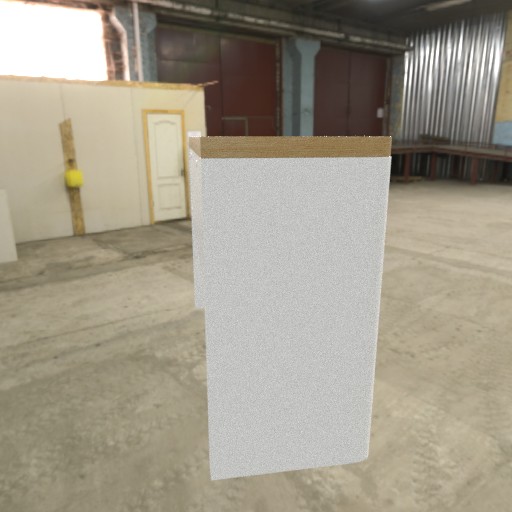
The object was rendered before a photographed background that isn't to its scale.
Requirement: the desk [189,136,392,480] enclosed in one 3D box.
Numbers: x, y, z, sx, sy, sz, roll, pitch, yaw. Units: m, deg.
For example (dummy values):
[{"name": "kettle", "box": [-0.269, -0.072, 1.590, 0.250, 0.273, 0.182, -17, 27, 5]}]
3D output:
[{"name": "desk", "box": [0.000, 0.000, 1.463, 0.390, 0.760, 1.100, -2, 15, -9]}]
